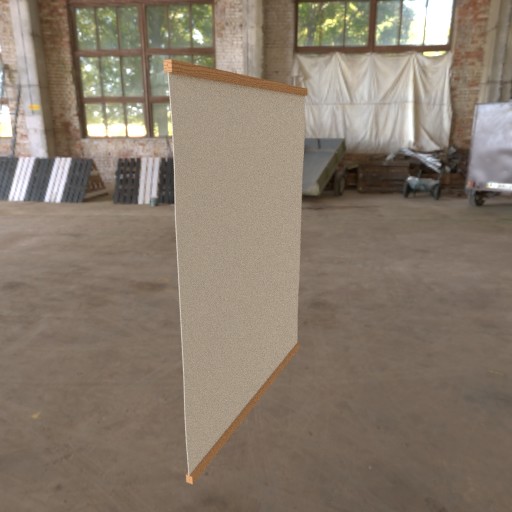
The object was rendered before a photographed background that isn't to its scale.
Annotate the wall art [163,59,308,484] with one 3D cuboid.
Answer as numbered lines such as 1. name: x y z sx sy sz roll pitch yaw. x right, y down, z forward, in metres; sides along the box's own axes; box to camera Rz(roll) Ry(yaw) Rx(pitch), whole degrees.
1. wall art: 0.000 0.000 0.678 0.010 0.507 0.404 8 18 24
